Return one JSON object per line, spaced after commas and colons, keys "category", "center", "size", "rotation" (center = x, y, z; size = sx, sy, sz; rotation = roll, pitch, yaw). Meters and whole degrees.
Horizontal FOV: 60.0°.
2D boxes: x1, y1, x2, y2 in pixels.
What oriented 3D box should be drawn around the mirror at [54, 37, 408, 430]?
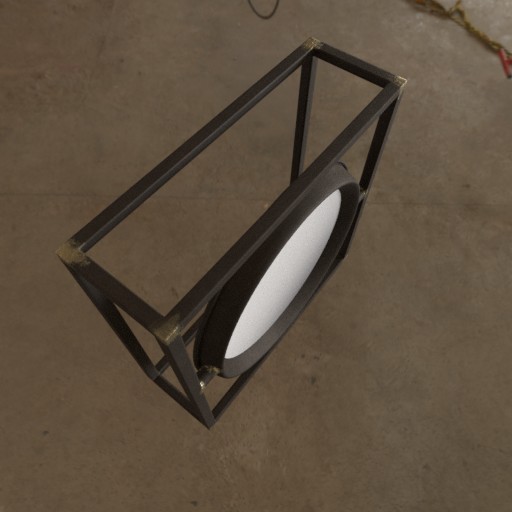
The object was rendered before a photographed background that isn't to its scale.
{"category": "mirror", "center": [0.000, 0.000, 0.474], "size": [0.107, 0.303, 0.306], "rotation": [34, 65, 19]}
